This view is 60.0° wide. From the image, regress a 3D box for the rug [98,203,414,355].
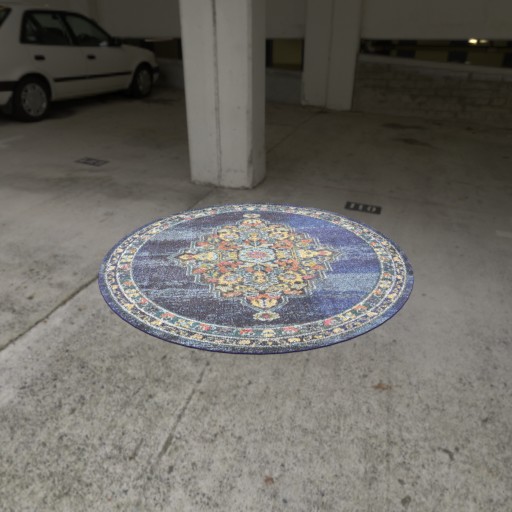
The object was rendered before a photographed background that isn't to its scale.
[{"bbox_3d":[0.000,0.000,2.343,1.591,0.010,1.591,0,27,0],"label":"rug"}]
